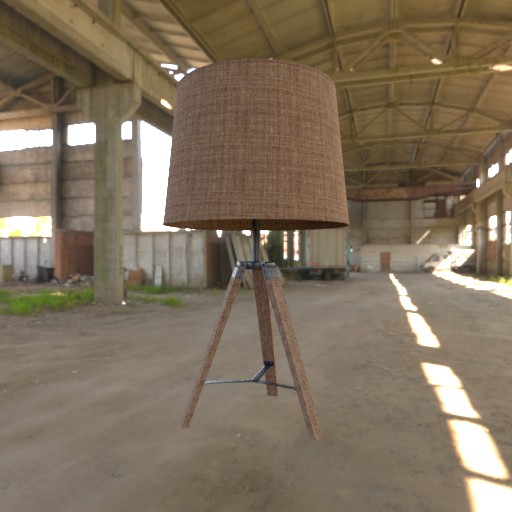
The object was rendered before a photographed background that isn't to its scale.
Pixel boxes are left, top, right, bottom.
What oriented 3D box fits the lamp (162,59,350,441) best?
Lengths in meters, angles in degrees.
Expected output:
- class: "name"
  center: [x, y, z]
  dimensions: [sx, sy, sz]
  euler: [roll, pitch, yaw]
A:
- class: "lamp"
  center: [0.000, 0.000, 0.701]
  dimensions: [0.290, 0.514, 0.290]
  euler: [0, 0, 0]
